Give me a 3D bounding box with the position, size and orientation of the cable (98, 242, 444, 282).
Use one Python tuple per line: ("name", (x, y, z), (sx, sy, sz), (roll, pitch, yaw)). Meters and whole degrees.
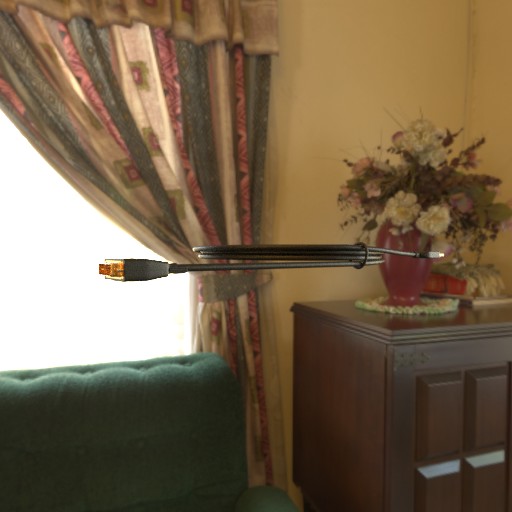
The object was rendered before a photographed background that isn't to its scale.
("cable", (0.000, 0.000, 0.517), (0.422, 0.030, 0.257), (0, 1, -37))
